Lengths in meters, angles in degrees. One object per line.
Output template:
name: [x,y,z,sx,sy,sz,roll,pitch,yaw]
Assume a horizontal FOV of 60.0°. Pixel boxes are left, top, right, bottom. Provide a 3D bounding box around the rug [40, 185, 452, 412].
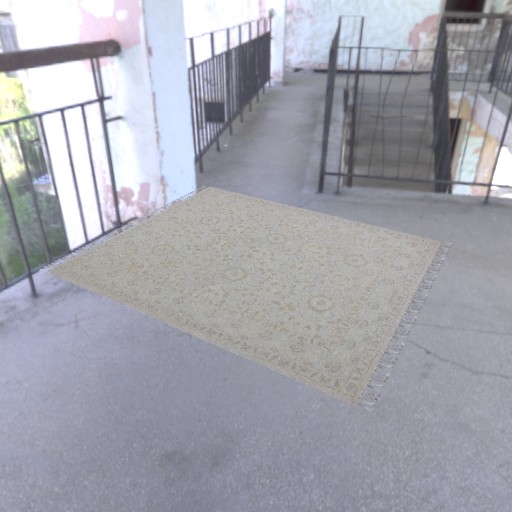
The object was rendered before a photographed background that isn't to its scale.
rug: [0.000,0.000,4.139,3.043,0.013,2.444,17,34,27]
